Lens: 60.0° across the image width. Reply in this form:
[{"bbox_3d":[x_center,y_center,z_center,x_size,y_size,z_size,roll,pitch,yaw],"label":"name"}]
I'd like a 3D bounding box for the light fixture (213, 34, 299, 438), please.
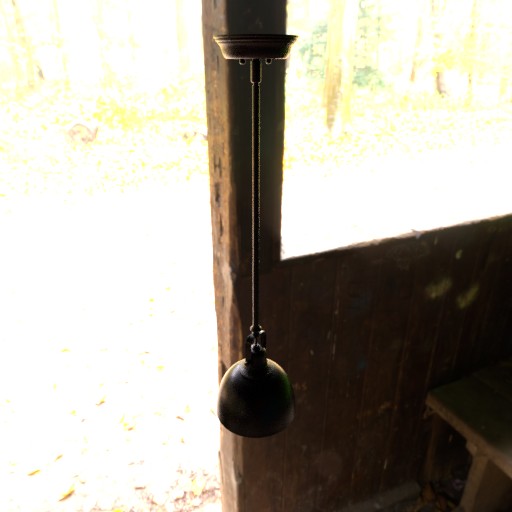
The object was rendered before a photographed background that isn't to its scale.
[{"bbox_3d":[0.000,0.000,0.863,0.182,0.768,0.182,17,29,33],"label":"light fixture"}]
